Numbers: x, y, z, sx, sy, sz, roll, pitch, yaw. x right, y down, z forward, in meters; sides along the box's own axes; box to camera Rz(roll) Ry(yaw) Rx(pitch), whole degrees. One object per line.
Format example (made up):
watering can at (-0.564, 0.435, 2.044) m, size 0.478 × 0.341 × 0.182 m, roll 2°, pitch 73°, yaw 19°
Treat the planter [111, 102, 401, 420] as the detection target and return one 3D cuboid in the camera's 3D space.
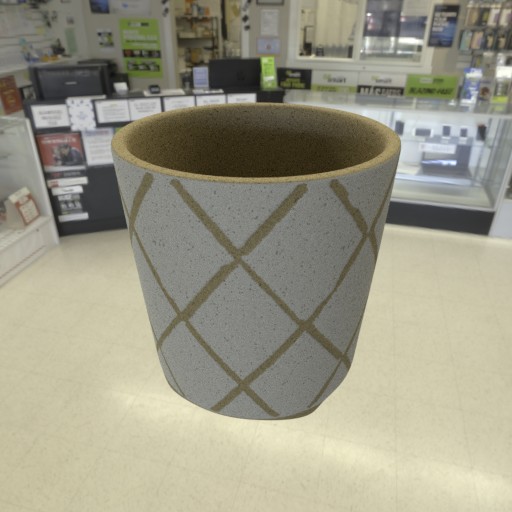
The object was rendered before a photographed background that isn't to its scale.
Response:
planter at (0.000, 0.000, 0.419) m, size 0.228 × 0.235 × 0.228 m, roll 0°, pitch 30°, yaw 0°
